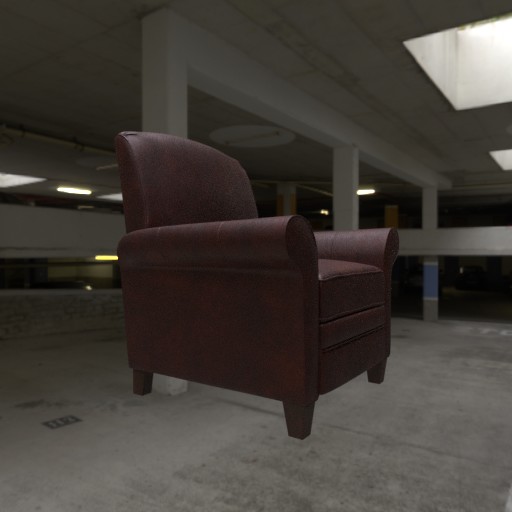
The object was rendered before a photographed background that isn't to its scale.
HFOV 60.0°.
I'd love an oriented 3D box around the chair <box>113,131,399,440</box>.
[{"bbox_3d":[0.000,0.000,1.809,0.902,1.061,0.978,1,1,35],"label":"chair"}]
